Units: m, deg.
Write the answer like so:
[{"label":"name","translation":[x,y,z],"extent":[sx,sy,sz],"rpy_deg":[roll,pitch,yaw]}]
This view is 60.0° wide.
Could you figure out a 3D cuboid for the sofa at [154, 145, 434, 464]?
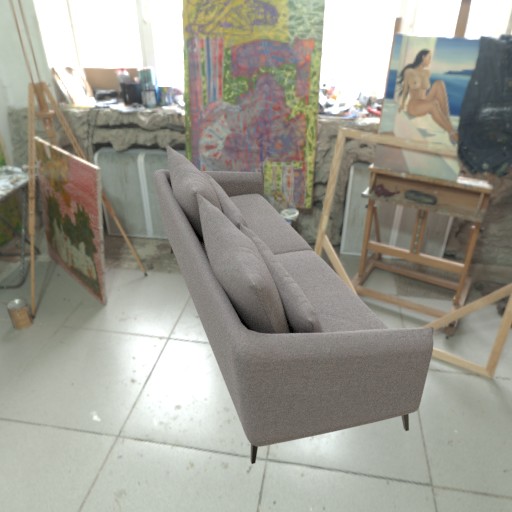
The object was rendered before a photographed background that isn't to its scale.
[{"label":"sofa","translation":[0.000,0.000,2.450],"extent":[0.809,0.833,2.022],"rpy_deg":[-10,32,-17]}]
